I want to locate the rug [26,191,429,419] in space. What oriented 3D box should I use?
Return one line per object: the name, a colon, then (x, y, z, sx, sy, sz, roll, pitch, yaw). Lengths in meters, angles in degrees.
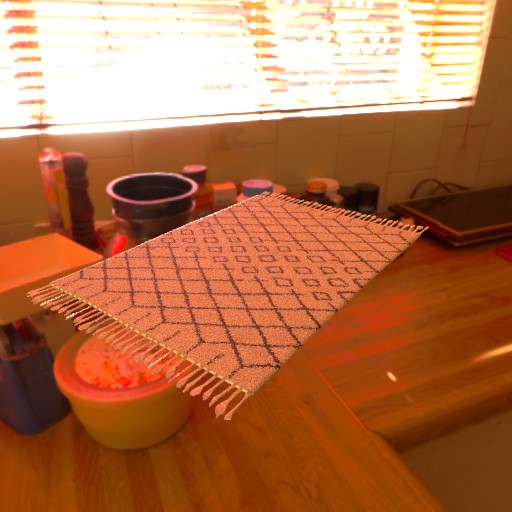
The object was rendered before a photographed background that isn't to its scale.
rug: (0.000, 0.000, 3.192, 1.664, 0.029, 2.615, 18, 32, 33)
